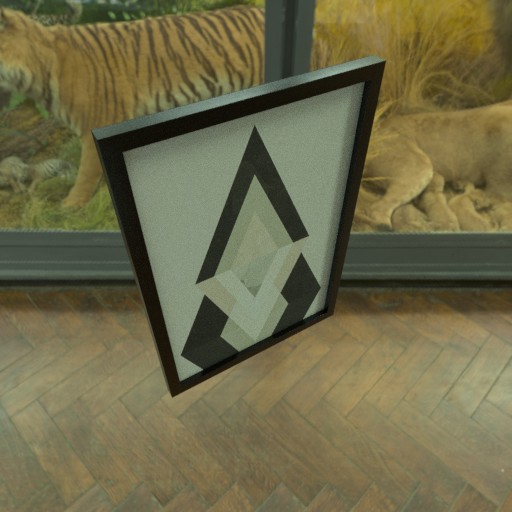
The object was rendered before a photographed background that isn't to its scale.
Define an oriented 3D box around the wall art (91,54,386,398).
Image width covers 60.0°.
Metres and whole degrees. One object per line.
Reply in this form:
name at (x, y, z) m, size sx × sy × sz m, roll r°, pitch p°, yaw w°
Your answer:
wall art at (0.000, 0.000, 0.589) m, size 0.314 × 0.455 × 0.019 m, roll -23°, pitch 50°, yaw -21°
